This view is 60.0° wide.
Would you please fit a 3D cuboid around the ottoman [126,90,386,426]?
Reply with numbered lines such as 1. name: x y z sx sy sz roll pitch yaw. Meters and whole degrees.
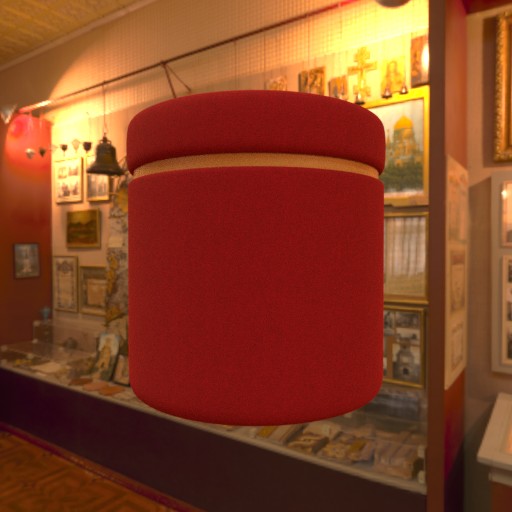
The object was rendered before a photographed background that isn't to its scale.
1. ottoman: 0.000 0.000 0.715 0.400 0.406 0.400 0 1 0
